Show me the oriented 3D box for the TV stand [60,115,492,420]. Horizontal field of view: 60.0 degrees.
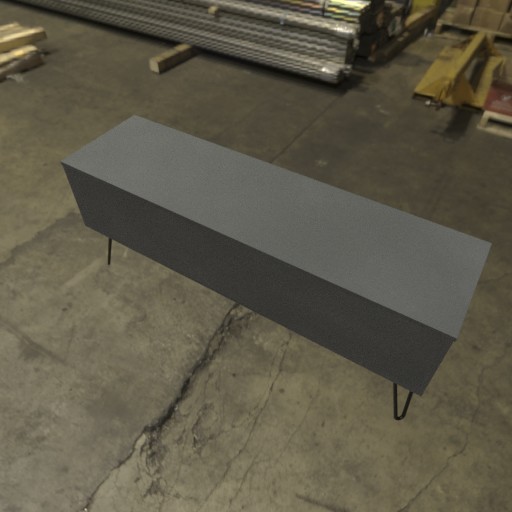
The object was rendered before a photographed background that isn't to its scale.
[{"bbox_3d":[0.000,0.000,1.650,1.400,0.560,0.400,24,51,21],"label":"TV stand"}]
